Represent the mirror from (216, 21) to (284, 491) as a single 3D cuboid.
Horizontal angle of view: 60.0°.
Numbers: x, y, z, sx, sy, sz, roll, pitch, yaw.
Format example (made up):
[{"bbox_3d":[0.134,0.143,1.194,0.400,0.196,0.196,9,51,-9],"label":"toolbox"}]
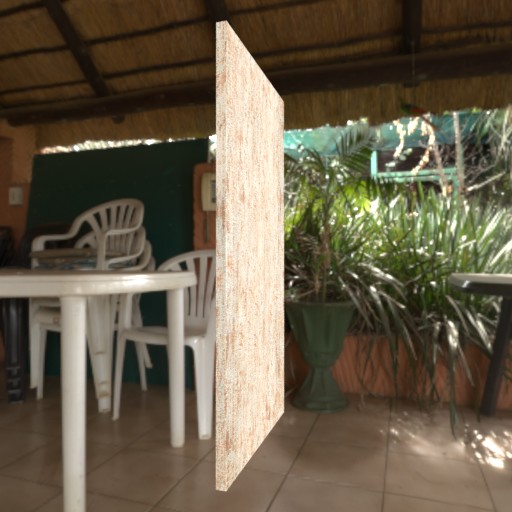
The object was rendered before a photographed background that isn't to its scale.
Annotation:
[{"bbox_3d":[0.000,0.000,1.097,0.027,0.922,0.472,0,-1,17],"label":"mirror"}]
